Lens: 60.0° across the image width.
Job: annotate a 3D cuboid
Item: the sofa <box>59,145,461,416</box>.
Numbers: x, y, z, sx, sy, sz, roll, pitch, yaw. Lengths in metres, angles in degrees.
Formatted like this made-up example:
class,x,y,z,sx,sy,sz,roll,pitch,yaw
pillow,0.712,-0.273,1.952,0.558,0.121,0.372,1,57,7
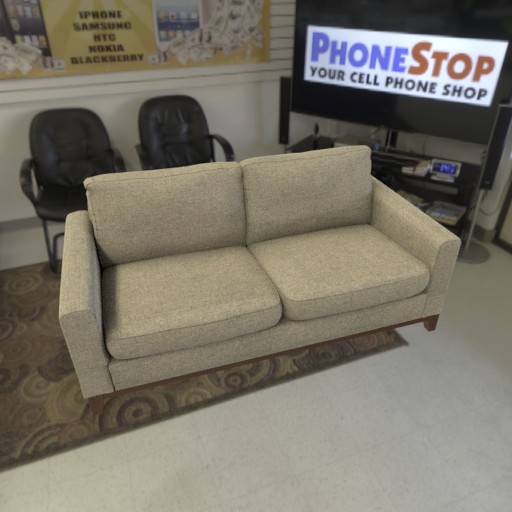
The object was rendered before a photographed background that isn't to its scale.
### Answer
class,x,y,z,sx,sy,sz,roll,pitch,yaw
sofa,0.000,0.000,2.477,1.978,0.892,0.969,-10,34,-15
